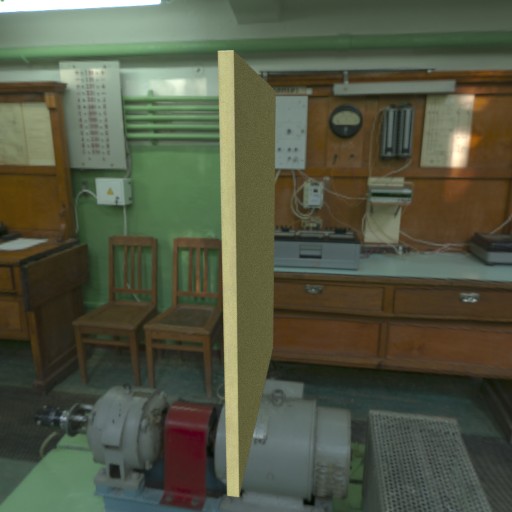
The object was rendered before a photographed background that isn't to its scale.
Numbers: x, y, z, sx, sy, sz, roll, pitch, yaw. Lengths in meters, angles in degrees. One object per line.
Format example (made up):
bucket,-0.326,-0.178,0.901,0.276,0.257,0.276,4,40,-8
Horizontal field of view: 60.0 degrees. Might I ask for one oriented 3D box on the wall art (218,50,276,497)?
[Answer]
wall art,0.000,0.000,1.331,0.030,1.002,0.798,2,15,8
